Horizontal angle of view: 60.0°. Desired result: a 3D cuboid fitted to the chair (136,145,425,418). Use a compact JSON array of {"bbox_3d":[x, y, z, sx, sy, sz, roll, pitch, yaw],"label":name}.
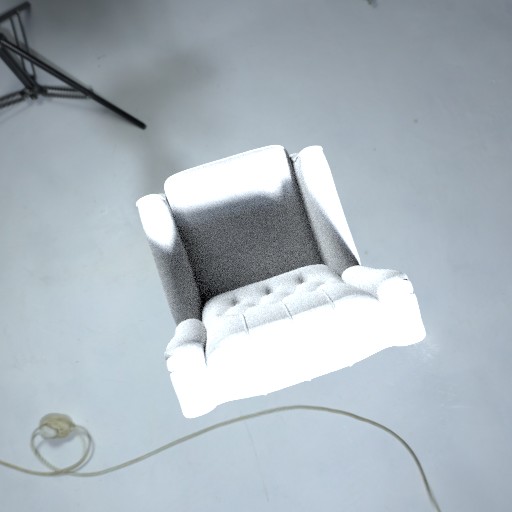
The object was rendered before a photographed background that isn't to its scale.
[{"bbox_3d":[0.000,0.000,1.669,0.742,1.035,0.902,-18,78,-4],"label":"chair"}]
